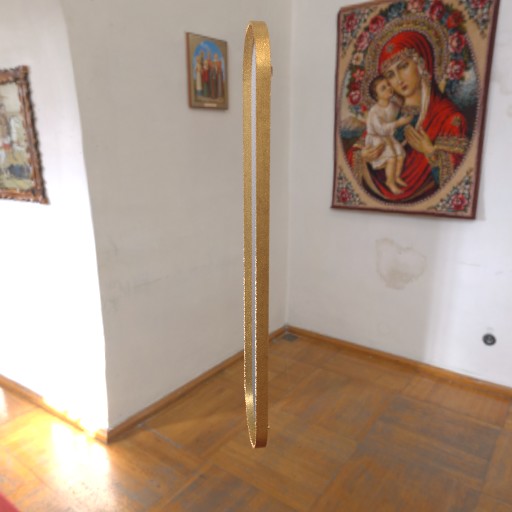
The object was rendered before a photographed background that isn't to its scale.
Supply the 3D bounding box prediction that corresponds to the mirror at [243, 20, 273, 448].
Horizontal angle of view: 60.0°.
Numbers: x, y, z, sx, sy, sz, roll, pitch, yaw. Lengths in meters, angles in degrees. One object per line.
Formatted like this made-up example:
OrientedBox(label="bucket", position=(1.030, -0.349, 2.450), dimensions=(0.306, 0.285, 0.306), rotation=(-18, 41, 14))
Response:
OrientedBox(label="mirror", position=(0.000, 0.000, 1.038), dimensions=(0.032, 0.991, 0.222), rotation=(-2, 15, -8))
